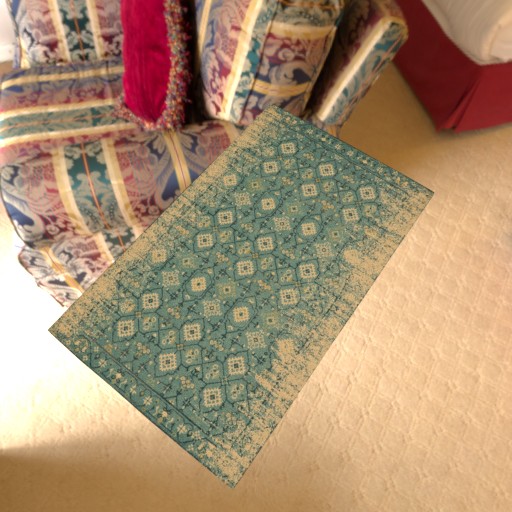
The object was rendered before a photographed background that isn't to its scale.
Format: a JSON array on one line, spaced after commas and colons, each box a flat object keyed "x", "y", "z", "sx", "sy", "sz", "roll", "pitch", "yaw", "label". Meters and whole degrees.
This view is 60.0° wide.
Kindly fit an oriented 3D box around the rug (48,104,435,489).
[{"x": 0.000, "y": 0.000, "z": 2.235, "sx": 1.102, "sy": 0.008, "sz": 1.795, "roll": 34, "pitch": 68, "yaw": 16, "label": "rug"}]
